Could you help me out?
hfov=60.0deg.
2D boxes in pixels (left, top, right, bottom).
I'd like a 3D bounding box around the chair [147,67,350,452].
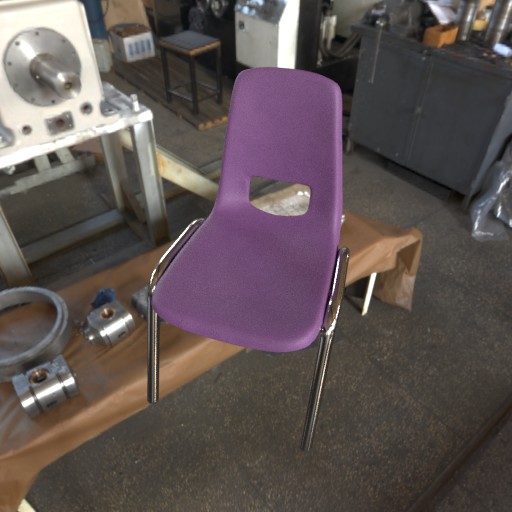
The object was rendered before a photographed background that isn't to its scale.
[{"bbox_3d":[0.000,0.000,0.855,0.356,0.584,0.419,12,43,13],"label":"chair"}]
